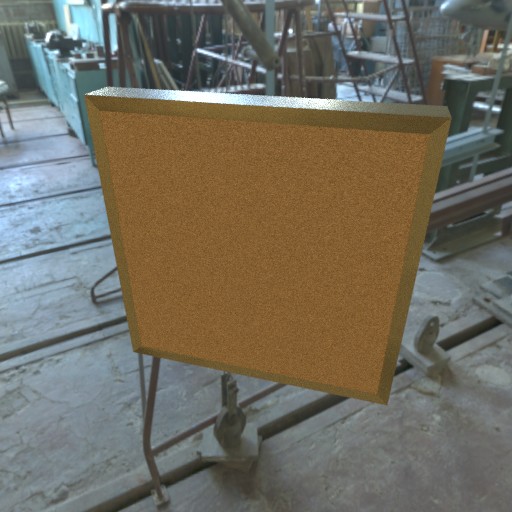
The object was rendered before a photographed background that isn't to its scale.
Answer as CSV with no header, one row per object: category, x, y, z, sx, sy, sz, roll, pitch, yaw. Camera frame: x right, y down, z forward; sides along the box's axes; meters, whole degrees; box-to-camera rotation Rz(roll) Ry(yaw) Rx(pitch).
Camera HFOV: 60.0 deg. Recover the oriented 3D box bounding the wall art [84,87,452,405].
wall art,0.000,0.000,0.450,0.304,0.305,0.038,8,32,13
